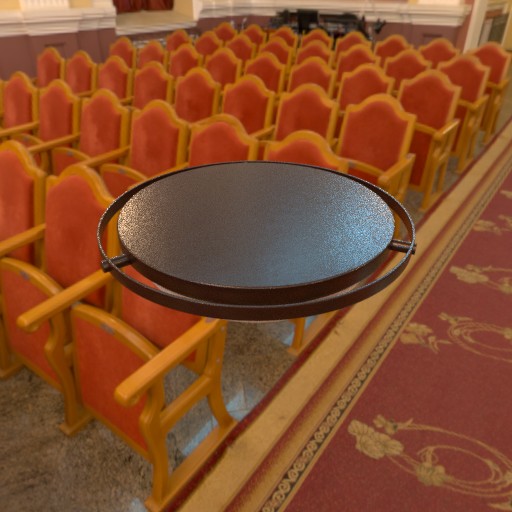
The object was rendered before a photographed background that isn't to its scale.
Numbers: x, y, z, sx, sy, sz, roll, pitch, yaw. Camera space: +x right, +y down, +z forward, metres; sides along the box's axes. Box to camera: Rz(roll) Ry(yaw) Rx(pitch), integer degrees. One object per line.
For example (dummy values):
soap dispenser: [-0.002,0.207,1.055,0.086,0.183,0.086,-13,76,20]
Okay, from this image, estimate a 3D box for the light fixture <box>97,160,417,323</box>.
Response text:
light fixture: [0.000,0.000,0.556,0.361,0.130,0.361,0,32,0]
